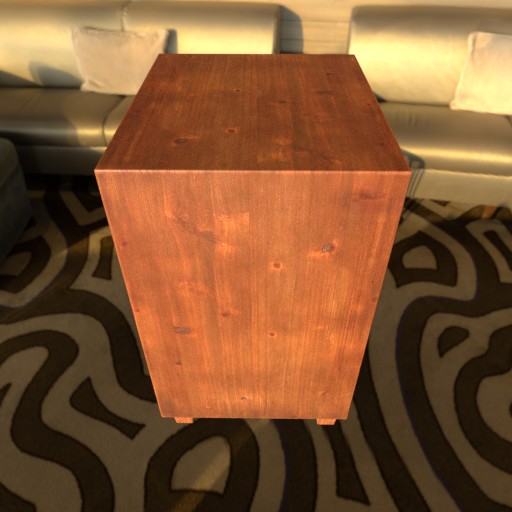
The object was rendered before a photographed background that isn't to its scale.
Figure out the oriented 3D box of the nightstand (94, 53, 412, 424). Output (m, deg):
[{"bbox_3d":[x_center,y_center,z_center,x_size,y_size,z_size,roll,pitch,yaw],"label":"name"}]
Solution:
[{"bbox_3d":[0.000,0.000,0.963,0.410,0.695,0.465,0,41,0],"label":"nightstand"}]
